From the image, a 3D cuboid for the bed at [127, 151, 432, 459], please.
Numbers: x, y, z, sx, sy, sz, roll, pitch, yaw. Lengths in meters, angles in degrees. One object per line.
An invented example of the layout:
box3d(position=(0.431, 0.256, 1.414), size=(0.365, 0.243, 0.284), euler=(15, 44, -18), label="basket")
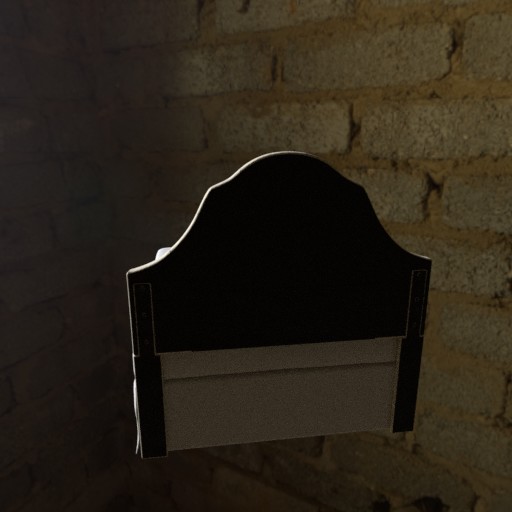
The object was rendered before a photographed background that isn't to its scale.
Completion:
box3d(position=(0.000, 0.000, 3.218), size=(1.627, 1.575, 2.092), euler=(-2, 16, -8), label="bed")
